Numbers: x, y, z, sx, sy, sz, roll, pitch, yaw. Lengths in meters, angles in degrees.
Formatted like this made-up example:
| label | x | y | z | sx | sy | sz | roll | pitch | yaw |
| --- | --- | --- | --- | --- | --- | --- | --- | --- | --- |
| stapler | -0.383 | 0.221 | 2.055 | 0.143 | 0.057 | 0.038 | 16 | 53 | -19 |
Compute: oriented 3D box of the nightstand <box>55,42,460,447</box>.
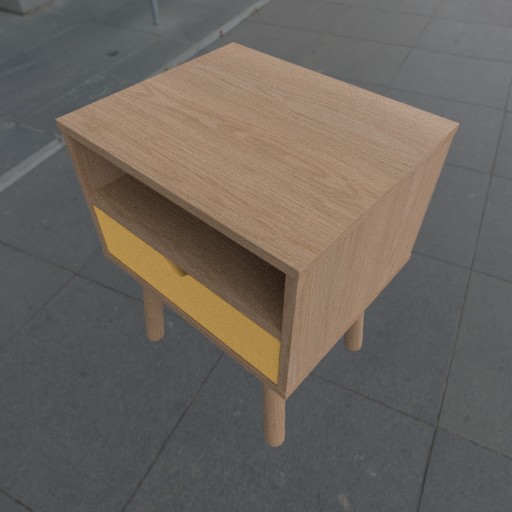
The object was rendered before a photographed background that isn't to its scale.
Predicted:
| label | x | y | z | sx | sy | sz | roll | pitch | yaw |
| --- | --- | --- | --- | --- | --- | --- | --- | --- | --- |
| nightstand | 0.000 | 0.000 | 0.853 | 0.450 | 0.571 | 0.380 | 33 | 55 | 27 |
